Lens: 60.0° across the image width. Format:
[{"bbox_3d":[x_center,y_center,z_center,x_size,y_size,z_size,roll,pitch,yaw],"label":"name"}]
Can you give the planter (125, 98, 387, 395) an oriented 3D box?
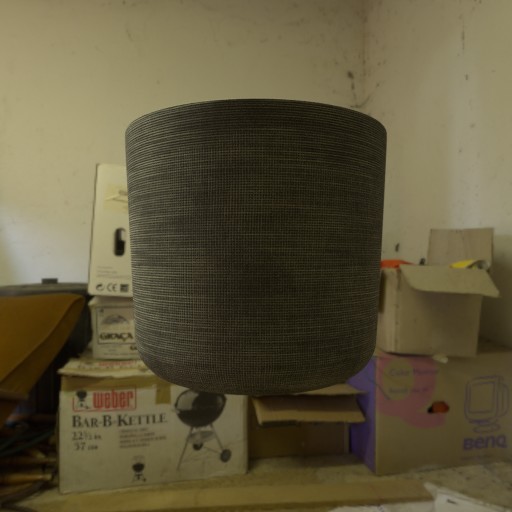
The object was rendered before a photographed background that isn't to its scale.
[{"bbox_3d":[0.000,0.000,0.776,0.440,0.398,0.440,0,0,0],"label":"planter"}]
